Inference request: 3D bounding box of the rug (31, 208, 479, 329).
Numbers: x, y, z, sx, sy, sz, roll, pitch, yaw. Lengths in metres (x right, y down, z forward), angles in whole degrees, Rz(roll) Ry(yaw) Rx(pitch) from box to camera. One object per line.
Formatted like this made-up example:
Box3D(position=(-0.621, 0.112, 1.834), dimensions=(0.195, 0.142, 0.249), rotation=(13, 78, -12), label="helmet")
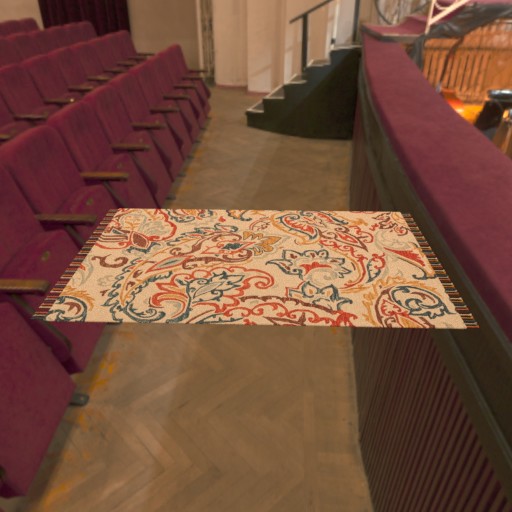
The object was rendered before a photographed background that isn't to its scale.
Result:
Box3D(position=(0.000, 0.000, 3.195), dimensions=(2.584, 0.010, 1.523), rotation=(1, 31, 1), label="rug")
